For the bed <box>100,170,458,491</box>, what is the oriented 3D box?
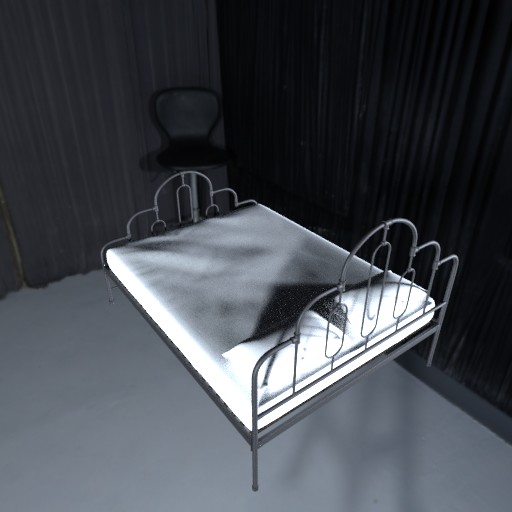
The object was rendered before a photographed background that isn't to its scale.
[{"bbox_3d":[0.000,0.000,3.240,1.640,1.429,2.163,-21,37,-31],"label":"bed"}]
